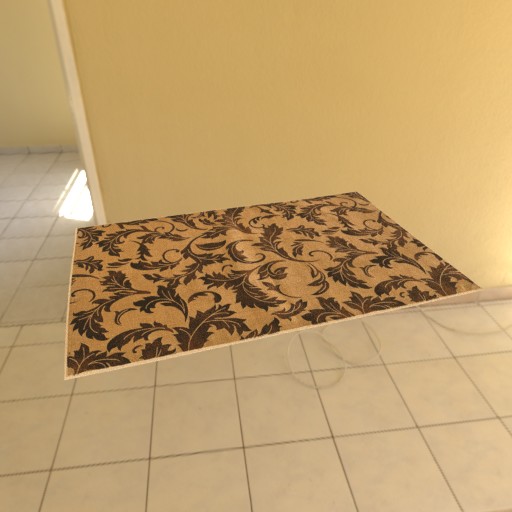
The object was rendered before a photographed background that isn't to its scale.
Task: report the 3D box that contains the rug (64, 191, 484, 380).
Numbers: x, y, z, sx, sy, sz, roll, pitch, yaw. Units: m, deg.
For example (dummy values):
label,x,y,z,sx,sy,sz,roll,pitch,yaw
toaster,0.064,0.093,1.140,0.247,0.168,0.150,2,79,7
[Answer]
label,x,y,z,sx,sy,sz,roll,pitch,yaw
rug,0.000,0.000,2.873,2.284,0.008,1.522,-9,32,-15
